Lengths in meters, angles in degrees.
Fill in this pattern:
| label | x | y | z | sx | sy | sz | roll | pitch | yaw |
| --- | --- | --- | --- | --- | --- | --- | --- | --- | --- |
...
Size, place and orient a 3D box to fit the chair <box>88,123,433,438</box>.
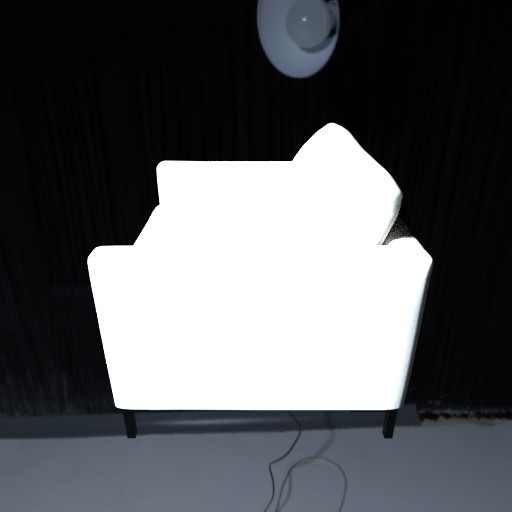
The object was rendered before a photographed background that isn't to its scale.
| label | x | y | z | sx | sy | sz | roll | pitch | yaw |
| --- | --- | --- | --- | --- | --- | --- | --- | --- | --- |
| chair | 0.000 | 0.000 | 1.581 | 0.875 | 0.806 | 0.964 | 0 | 26 | 0 |
